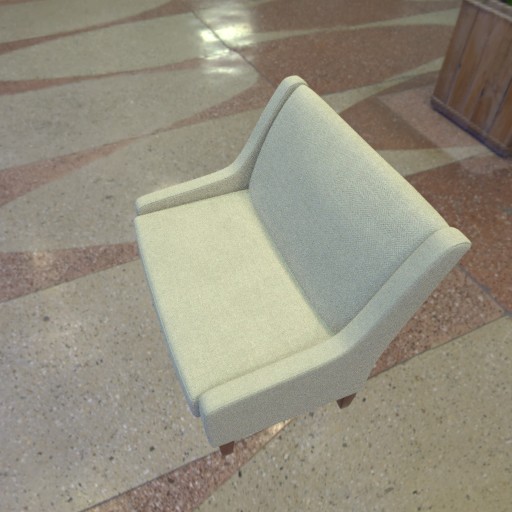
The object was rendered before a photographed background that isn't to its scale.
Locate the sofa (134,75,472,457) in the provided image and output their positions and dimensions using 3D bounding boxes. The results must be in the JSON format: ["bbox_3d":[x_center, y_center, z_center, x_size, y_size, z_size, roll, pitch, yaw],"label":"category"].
[{"bbox_3d":[0.000,0.000,1.937,0.946,0.976,1.212,-16,49,-15],"label":"sofa"}]
